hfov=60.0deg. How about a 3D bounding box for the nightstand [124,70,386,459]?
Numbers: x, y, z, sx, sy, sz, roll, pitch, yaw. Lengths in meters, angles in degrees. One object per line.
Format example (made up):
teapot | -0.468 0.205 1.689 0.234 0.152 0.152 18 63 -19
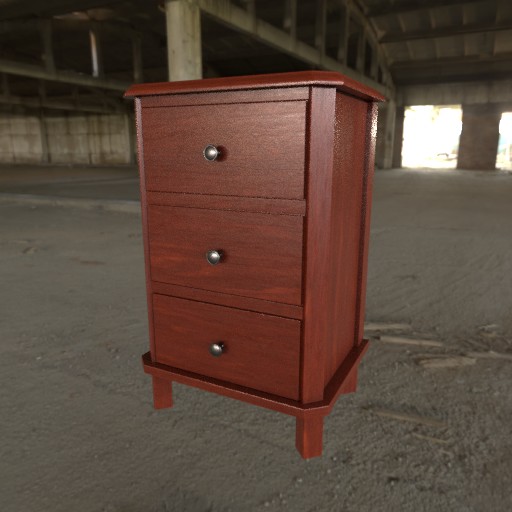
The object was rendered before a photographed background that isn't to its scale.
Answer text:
nightstand | 0.000 0.000 0.958 0.435 0.681 0.351 7 16 26
